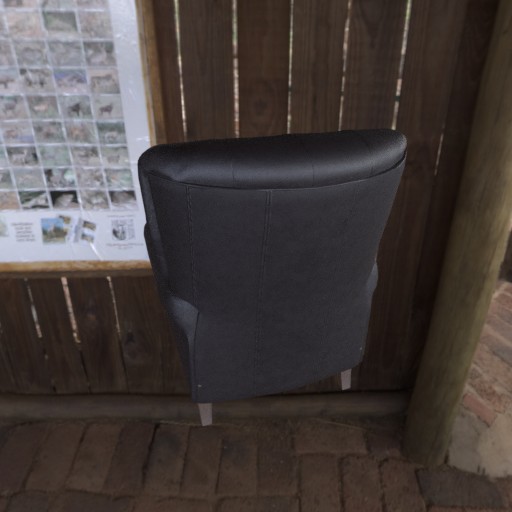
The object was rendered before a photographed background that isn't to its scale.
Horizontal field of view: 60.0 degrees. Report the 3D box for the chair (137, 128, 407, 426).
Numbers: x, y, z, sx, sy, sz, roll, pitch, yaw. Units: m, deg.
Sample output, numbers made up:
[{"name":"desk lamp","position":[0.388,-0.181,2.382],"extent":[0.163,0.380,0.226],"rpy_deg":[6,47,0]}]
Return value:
[{"name":"chair","position":[0.000,0.000,1.912],"extent":[0.948,1.158,1.058],"rpy_deg":[-8,26,-17]}]
